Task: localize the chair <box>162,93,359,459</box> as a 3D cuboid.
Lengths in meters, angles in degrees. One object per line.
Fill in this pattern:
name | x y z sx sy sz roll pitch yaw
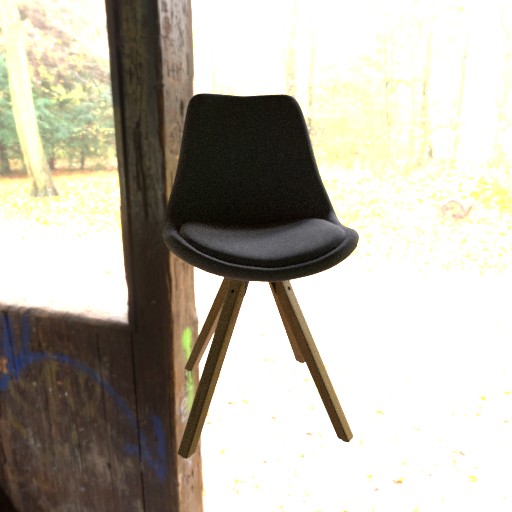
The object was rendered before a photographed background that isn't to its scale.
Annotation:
chair | 0.000 0.000 1.185 0.483 0.865 0.550 -2 15 -8
